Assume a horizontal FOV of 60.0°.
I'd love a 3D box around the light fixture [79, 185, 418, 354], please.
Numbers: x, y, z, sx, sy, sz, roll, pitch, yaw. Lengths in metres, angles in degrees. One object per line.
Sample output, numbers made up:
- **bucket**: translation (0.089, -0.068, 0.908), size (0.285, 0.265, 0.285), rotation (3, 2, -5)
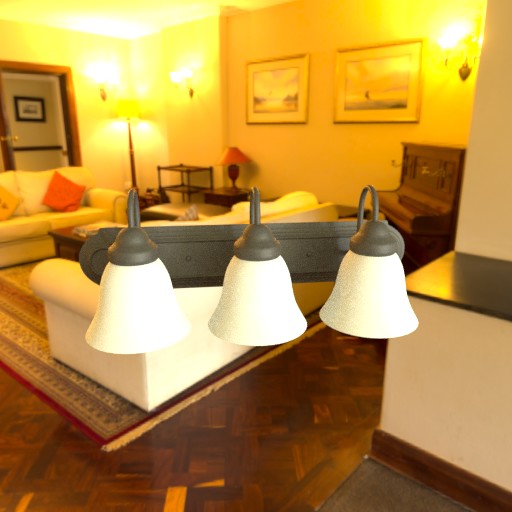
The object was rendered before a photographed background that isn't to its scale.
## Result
- **light fixture**: translation (0.000, 0.000, 0.727), size (0.610, 0.222, 0.199), rotation (-2, 16, -7)
